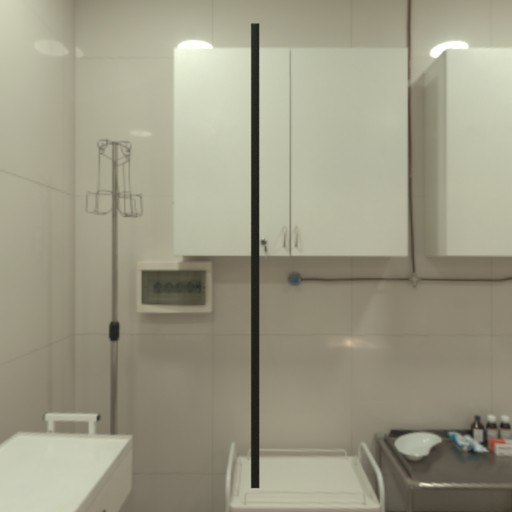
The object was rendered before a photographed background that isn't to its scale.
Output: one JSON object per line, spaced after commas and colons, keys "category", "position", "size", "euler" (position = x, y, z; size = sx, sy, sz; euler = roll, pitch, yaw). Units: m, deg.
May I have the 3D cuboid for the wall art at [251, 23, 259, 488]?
{"category": "wall art", "position": [0.000, 0.000, 0.855], "size": [0.012, 0.661, 0.451], "euler": [0, 0, 0]}
